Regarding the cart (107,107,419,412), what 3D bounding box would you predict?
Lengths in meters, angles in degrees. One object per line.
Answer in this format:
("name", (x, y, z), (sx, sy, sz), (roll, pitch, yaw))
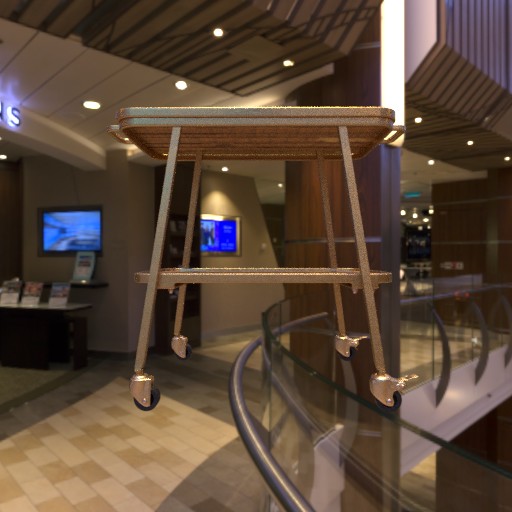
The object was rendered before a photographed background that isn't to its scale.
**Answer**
("cart", (0.000, 0.000, 1.246), (0.806, 0.700, 0.524), (0, 0, 0))
